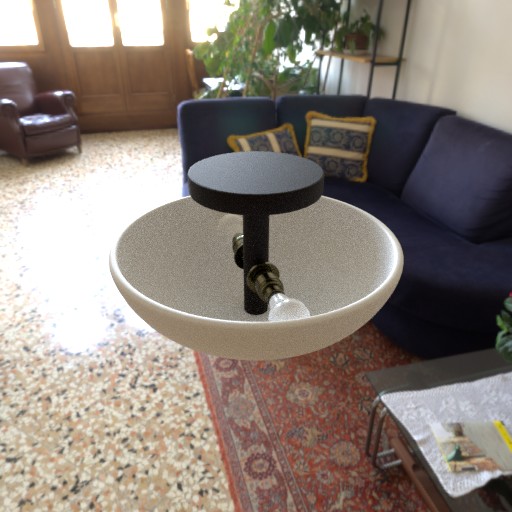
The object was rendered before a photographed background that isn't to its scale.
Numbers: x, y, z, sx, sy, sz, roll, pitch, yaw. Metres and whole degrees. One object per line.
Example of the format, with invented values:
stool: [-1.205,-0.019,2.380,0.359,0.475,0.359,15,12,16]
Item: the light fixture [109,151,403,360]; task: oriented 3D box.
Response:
light fixture: [0.000,0.000,0.527,0.331,0.212,0.331,0,29,0]
